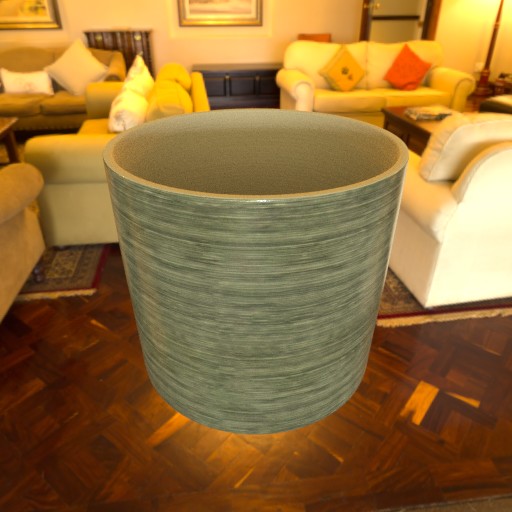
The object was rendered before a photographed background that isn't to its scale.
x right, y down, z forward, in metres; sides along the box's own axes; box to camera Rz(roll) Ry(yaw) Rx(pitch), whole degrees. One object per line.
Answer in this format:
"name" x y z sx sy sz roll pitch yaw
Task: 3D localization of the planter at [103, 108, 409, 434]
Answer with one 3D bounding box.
"planter" 0.000 0.000 0.384 0.221 0.201 0.221 0 31 0
